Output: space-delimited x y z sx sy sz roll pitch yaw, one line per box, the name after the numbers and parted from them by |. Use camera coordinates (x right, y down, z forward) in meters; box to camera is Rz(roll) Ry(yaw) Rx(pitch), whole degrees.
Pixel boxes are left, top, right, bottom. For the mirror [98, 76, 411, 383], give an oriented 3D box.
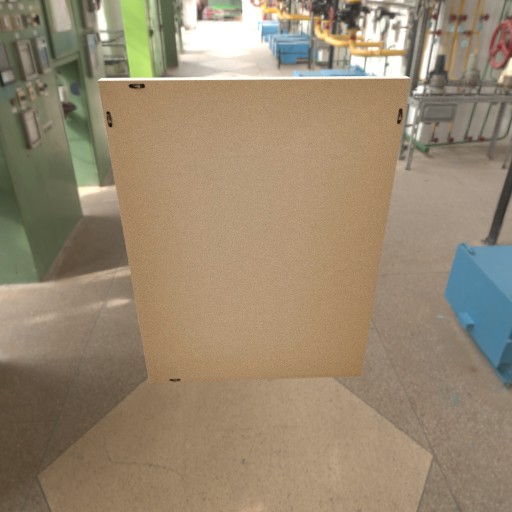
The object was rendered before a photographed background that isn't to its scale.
0.000 0.000 1.349 0.762 1.016 0.041 -1 31 -2 | mirror
